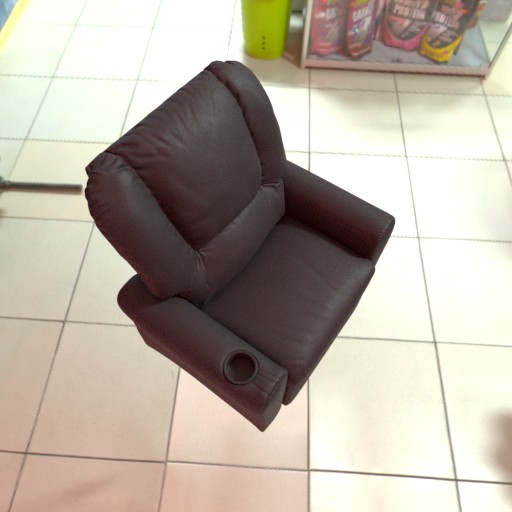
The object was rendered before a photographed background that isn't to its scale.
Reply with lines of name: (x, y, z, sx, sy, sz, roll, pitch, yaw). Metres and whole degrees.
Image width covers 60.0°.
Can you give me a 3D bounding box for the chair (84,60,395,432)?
chair: (0.000, 0.000, 1.100, 0.521, 0.709, 0.610, 32, 65, 18)
